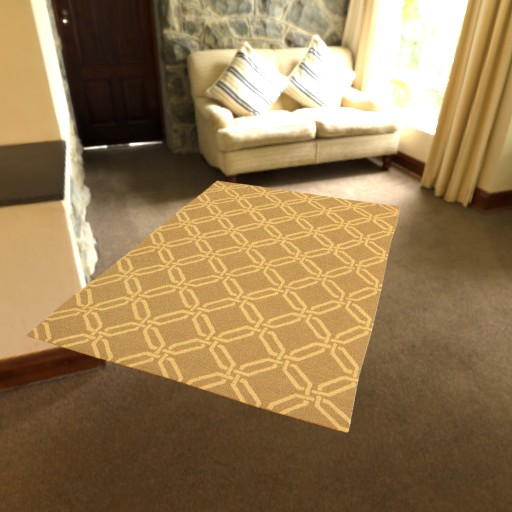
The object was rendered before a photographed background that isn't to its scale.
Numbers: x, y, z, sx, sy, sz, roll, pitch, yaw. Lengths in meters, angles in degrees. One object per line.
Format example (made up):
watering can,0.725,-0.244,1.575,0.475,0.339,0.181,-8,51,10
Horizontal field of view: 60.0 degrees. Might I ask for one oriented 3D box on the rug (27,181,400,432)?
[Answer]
rug,0.000,0.000,2.698,1.524,0.013,2.135,11,32,18
